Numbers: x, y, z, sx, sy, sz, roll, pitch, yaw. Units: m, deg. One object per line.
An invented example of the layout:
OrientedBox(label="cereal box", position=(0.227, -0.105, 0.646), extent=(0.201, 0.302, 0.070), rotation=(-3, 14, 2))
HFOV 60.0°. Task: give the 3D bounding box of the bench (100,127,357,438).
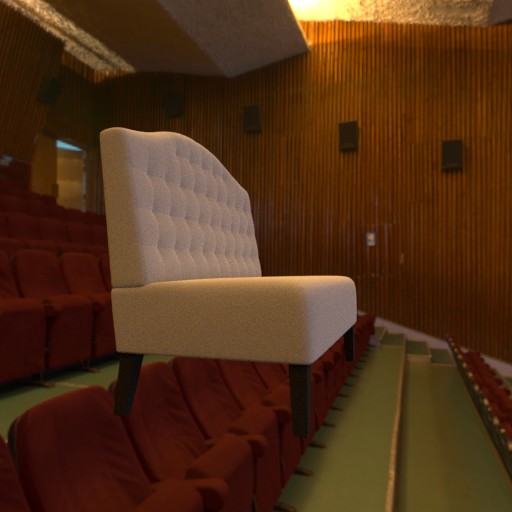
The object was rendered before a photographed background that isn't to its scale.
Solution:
OrientedBox(label="bench", position=(0.000, 0.000, 2.119), extent=(0.815, 1.180, 1.335), rotation=(-1, -2, 19))
